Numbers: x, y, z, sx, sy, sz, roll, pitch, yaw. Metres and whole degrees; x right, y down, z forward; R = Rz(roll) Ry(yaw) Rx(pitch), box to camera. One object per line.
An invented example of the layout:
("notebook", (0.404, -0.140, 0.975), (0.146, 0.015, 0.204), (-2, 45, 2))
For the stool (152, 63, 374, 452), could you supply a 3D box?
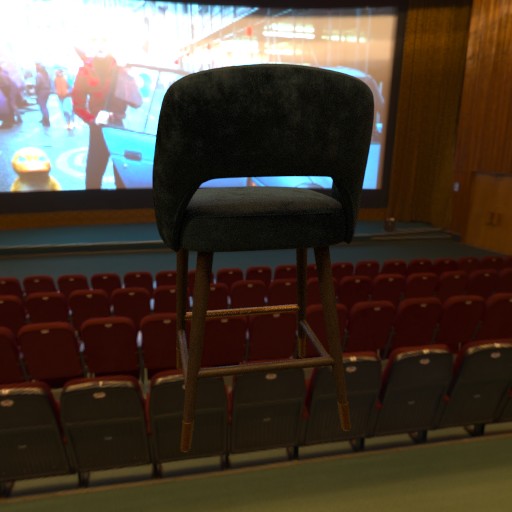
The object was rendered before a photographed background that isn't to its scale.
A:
("stool", (0.000, 0.000, 1.233), (0.536, 0.925, 0.524), (-3, 16, -11))
